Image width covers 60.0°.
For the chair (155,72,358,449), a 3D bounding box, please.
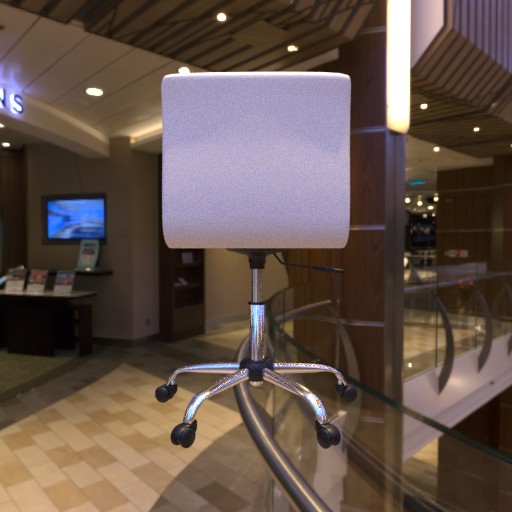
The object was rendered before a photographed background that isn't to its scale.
[{"bbox_3d":[0.000,0.000,1.079,0.520,0.750,0.455,0,2,1],"label":"chair"}]
